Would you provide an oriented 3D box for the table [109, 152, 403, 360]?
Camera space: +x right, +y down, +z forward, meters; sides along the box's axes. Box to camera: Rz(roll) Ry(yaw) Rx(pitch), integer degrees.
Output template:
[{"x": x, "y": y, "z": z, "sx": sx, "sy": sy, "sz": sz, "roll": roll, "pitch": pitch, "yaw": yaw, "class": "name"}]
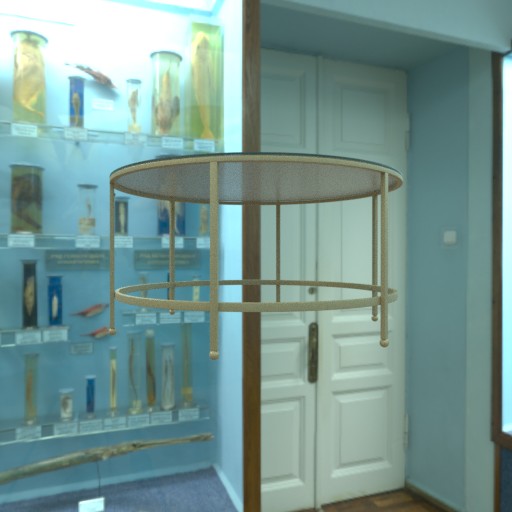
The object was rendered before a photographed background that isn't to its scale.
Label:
[{"x": 0.000, "y": 0.000, "z": 1.448, "sx": 0.914, "sy": 0.470, "sz": 0.914, "roll": 0, "pitch": 0, "yaw": 0, "class": "table"}]
